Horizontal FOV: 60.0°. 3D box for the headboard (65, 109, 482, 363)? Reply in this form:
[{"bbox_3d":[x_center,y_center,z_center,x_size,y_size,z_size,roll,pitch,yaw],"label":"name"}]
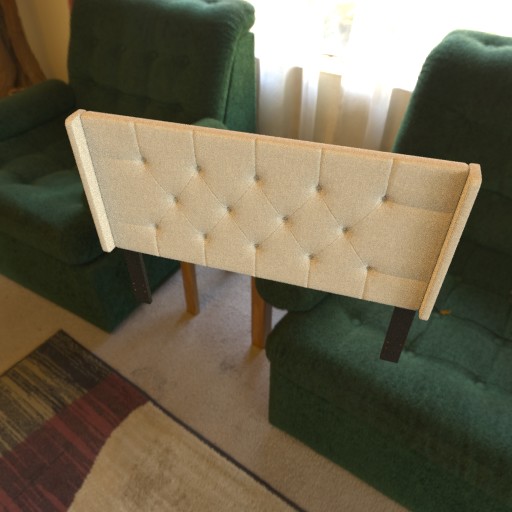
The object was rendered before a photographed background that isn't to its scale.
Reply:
[{"bbox_3d":[0.000,0.000,2.658,2.051,1.524,0.184,11,43,13],"label":"headboard"}]
